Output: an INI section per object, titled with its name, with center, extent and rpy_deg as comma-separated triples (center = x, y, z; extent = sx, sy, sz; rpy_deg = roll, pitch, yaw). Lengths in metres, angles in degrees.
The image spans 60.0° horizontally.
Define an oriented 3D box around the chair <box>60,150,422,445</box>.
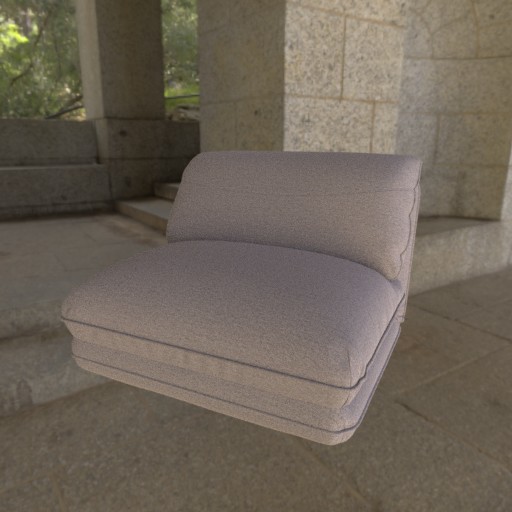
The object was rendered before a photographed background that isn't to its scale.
[chair]
center = 0.000, 0.000, 1.294
extent = 0.820, 0.580, 0.780
rpy_deg = 7, 17, 26
